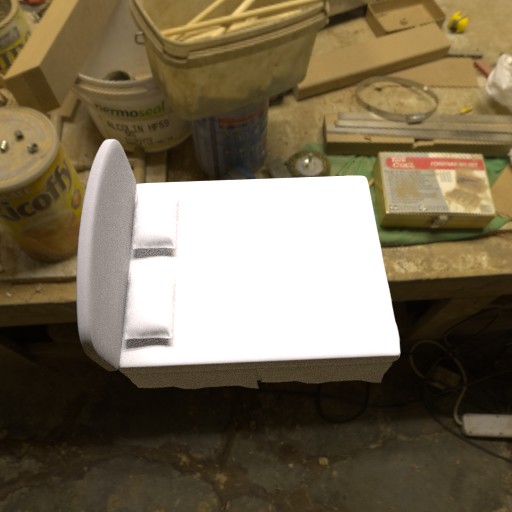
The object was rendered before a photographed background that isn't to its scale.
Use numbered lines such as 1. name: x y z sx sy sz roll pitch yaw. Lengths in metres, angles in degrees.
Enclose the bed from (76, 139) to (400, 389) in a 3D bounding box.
1. bed: 0.000 0.000 3.183 2.005 1.410 1.607 -2 63 -1
